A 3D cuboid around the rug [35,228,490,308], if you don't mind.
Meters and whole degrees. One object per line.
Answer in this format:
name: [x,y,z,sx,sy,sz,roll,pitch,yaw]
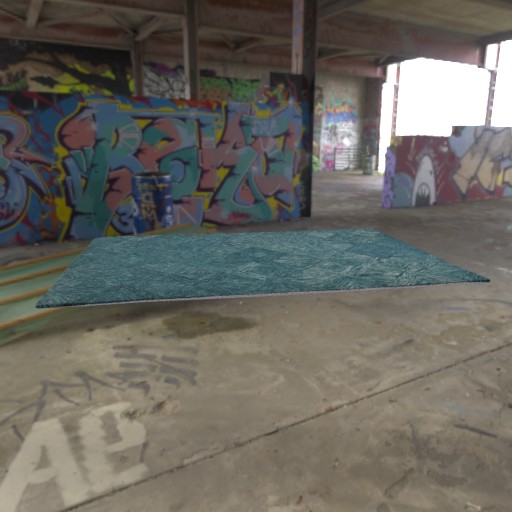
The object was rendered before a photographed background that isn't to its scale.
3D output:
rug: [0.000,0.000,2.177,1.728,0.017,1.136,-2,15,-9]
